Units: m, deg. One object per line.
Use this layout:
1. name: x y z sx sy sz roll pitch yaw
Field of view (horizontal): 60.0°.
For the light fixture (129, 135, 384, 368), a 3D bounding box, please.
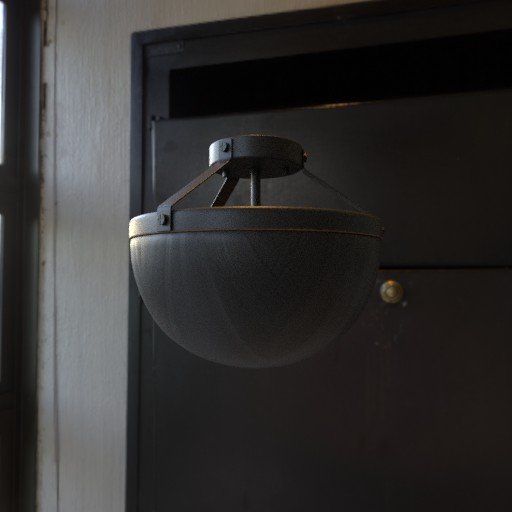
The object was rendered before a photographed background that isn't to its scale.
1. light fixture: 0.000 0.000 0.551 0.304 0.269 0.304 0 -2 0
